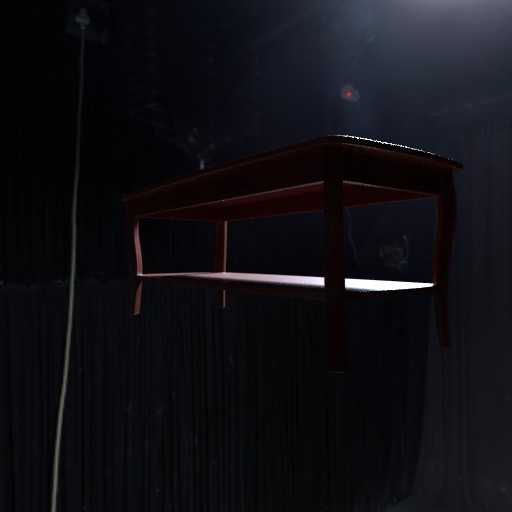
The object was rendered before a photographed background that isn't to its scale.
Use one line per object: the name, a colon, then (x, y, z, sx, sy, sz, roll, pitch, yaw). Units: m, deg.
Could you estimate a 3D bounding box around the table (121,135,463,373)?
table: (0.000, 0.000, 1.476, 0.561, 0.473, 1.216, 0, 0, -37)
